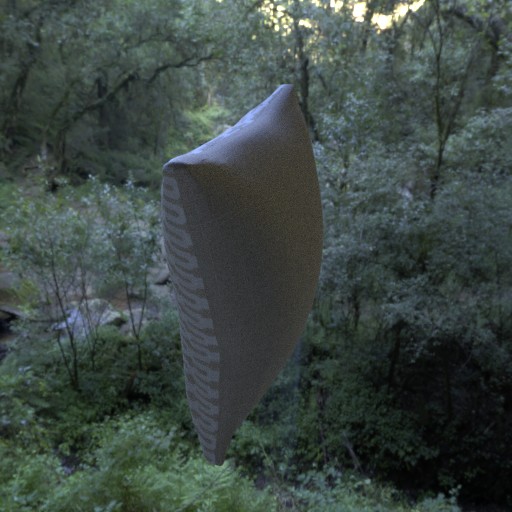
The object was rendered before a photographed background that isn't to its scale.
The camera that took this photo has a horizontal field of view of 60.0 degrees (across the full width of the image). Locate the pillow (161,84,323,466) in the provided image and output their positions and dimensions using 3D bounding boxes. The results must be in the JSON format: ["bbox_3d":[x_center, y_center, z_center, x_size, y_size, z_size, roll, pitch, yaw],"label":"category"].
[{"bbox_3d":[0.000,0.000,0.774,0.219,0.491,0.496,9,32,15],"label":"pillow"}]
